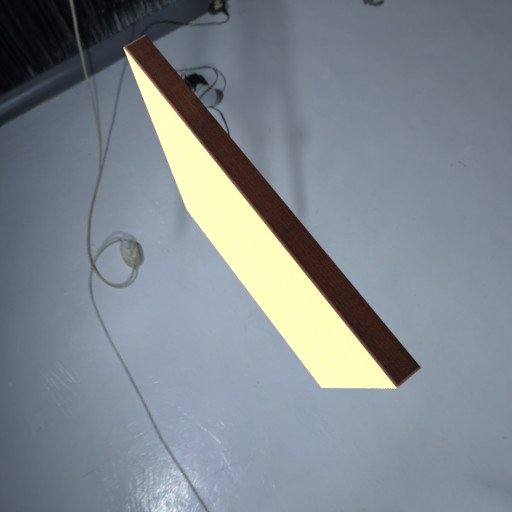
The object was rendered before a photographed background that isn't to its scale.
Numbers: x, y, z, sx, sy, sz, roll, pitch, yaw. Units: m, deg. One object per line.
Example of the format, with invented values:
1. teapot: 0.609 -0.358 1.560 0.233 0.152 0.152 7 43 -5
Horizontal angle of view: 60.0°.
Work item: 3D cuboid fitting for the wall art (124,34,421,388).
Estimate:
1. wall art: 0.000 0.000 0.816 0.037 0.572 0.554 -35 77 -10
